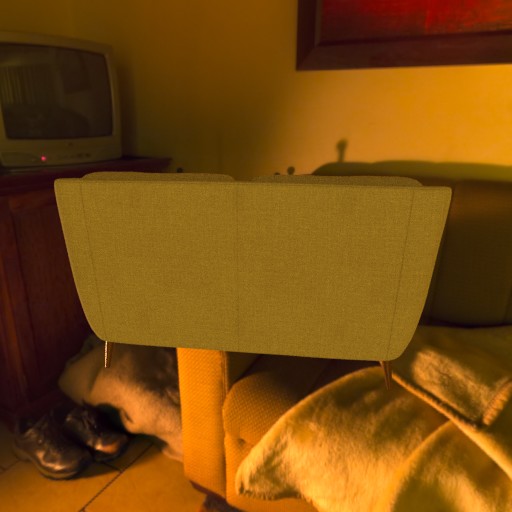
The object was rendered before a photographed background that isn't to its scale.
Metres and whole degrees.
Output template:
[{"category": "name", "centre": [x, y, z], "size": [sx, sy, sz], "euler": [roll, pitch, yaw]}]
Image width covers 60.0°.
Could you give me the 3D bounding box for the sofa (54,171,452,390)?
[{"category": "sofa", "centre": [0.000, 0.000, 2.224], "size": [1.652, 0.888, 0.965], "euler": [2, 17, 8]}]
